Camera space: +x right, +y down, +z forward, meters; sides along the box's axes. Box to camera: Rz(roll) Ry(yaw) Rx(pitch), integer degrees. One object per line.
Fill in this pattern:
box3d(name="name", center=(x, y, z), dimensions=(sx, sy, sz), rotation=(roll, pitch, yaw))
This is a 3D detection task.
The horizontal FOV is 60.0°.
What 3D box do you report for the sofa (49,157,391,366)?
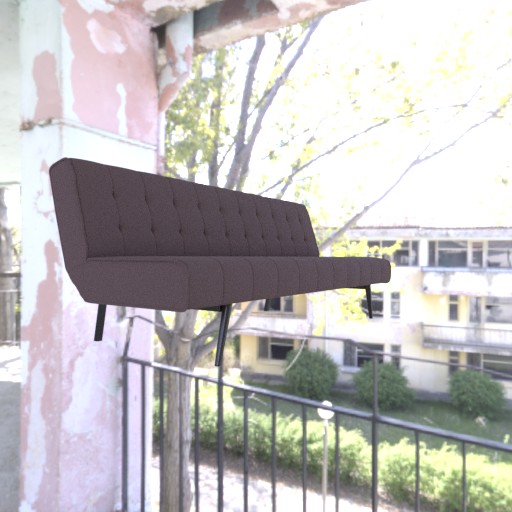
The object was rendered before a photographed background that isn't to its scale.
box3d(name="sofa", center=(0.000, 0.000, 2.121), dimensions=(0.747, 0.699, 1.703), rotation=(0, 0, 35))
